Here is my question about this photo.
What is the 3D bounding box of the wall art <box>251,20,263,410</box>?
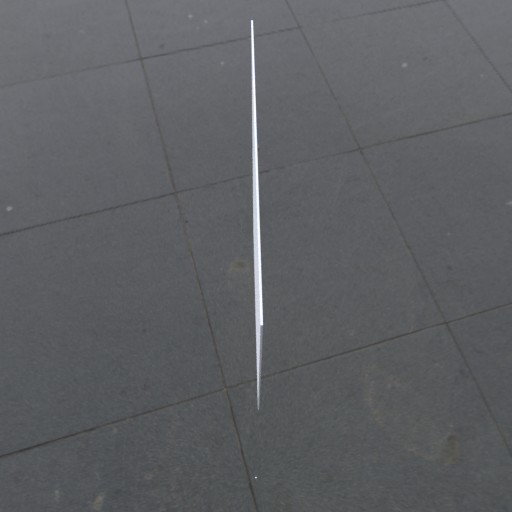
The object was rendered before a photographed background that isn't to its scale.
[{"bbox_3d":[0.000,0.000,0.811,0.003,0.610,0.457,-1,63,-1],"label":"wall art"}]
